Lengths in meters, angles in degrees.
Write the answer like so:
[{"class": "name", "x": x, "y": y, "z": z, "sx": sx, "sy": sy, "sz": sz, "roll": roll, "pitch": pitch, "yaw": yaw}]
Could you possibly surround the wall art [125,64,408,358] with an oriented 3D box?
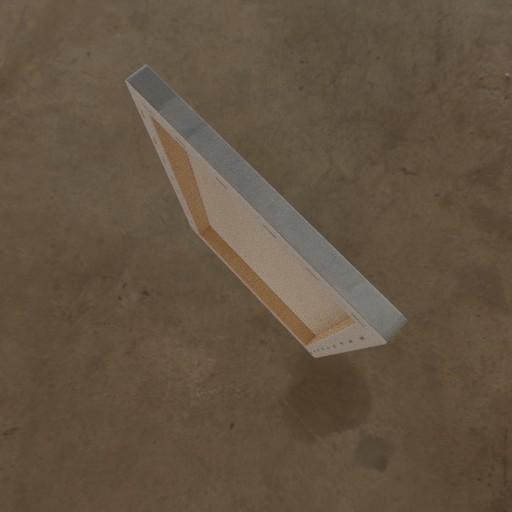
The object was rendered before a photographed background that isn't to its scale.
[{"class": "wall art", "x": 0.000, "y": 0.000, "z": 0.823, "sx": 0.037, "sy": 0.613, "sz": 0.455, "roll": -42, "pitch": 79, "yaw": -10}]
